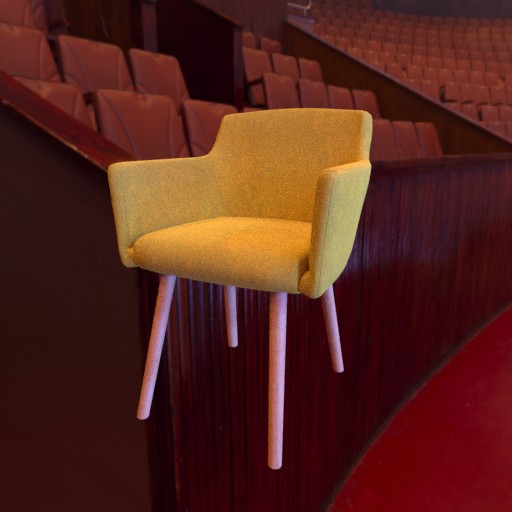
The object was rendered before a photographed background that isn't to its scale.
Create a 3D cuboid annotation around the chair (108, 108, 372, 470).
[{"bbox_3d":[0.000,0.000,1.189,0.570,0.780,0.570,8,16,26],"label":"chair"}]
